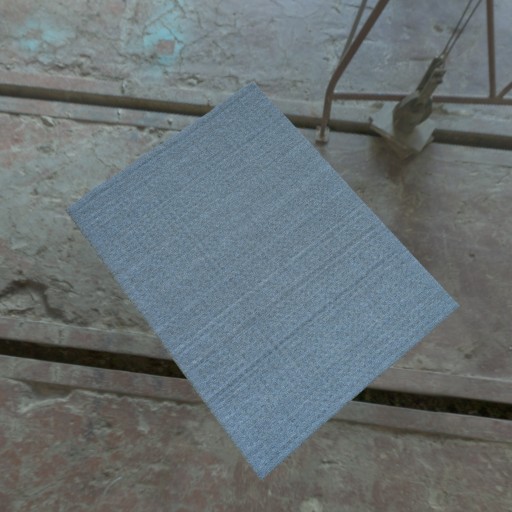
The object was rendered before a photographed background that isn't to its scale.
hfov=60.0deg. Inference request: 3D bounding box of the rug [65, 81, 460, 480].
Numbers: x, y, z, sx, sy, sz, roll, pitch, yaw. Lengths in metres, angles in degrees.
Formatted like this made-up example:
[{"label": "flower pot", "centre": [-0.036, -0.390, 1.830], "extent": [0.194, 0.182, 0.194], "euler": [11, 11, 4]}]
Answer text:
[{"label": "rug", "centre": [0.000, 0.000, 4.358], "extent": [2.443, 0.007, 3.200], "euler": [-37, 77, -10]}]
